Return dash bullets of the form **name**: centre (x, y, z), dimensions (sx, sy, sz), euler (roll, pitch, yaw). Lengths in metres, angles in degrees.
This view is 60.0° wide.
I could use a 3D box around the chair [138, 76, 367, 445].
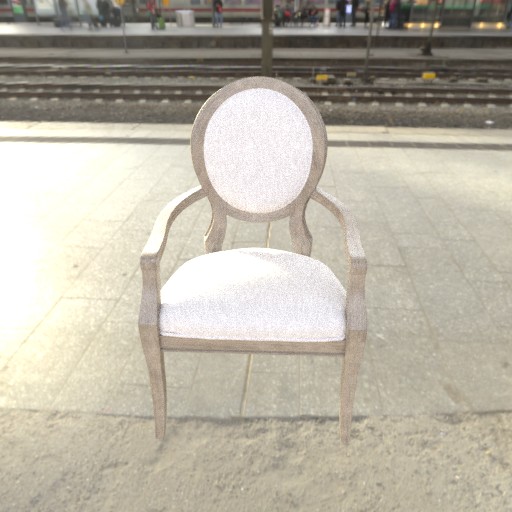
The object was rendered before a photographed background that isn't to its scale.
- **chair**: centre (0.000, 0.000, 1.399), dimensions (0.611, 0.991, 0.602), euler (1, 30, 2)
